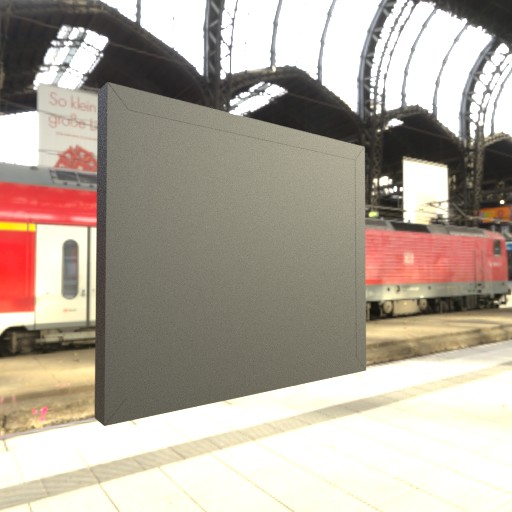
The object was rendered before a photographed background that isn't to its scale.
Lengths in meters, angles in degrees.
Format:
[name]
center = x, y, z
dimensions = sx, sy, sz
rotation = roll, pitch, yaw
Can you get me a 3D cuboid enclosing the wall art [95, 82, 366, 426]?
[wall art]
center = 0.000, 0.000, 0.550
dimensions = 0.381, 0.330, 0.029
rotation = 1, -2, -37
